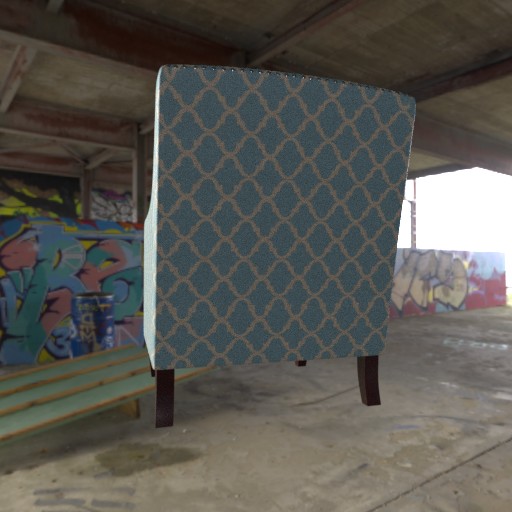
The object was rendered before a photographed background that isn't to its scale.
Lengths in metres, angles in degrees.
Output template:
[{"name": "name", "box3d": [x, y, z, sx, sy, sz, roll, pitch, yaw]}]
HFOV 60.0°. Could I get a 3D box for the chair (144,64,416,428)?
[{"name": "chair", "box3d": [0.000, 0.000, 1.309, 0.617, 0.817, 0.686, 0, -1, -16]}]
